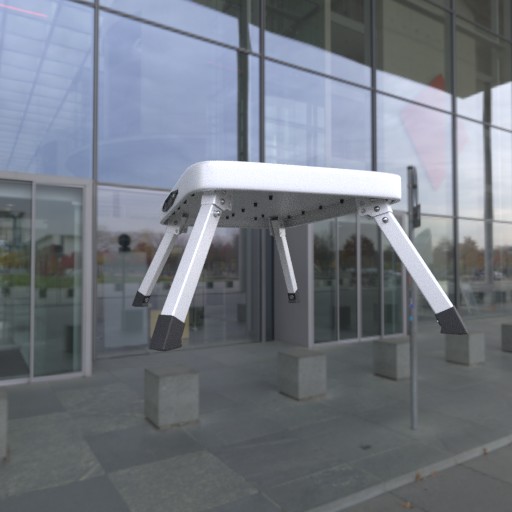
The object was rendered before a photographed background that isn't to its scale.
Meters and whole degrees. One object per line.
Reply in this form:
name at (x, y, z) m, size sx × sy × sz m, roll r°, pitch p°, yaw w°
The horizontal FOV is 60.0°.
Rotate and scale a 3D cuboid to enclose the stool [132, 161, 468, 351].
stool at (0.000, 0.000, 0.620) m, size 0.320 × 0.170 × 0.460 m, roll 0°, pitch -2°, yaw -17°
